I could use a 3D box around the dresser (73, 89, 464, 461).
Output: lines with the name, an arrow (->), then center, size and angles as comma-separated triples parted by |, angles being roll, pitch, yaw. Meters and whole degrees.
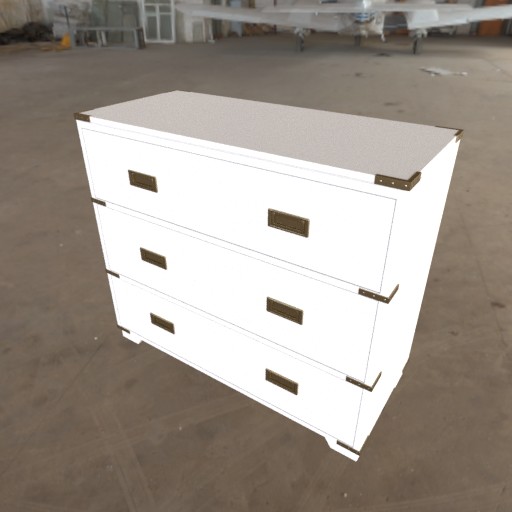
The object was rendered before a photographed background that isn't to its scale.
dresser -> 0.000, 0.000, 1.484 | 1.022, 0.891, 0.460 | 19, 36, 29
